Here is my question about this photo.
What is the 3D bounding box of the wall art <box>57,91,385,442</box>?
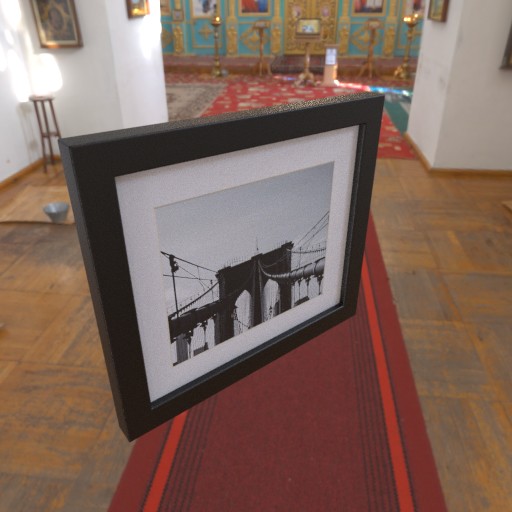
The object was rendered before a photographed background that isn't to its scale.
[{"bbox_3d":[0.000,0.000,0.524,0.380,0.330,0.028,-21,35,-33],"label":"wall art"}]
